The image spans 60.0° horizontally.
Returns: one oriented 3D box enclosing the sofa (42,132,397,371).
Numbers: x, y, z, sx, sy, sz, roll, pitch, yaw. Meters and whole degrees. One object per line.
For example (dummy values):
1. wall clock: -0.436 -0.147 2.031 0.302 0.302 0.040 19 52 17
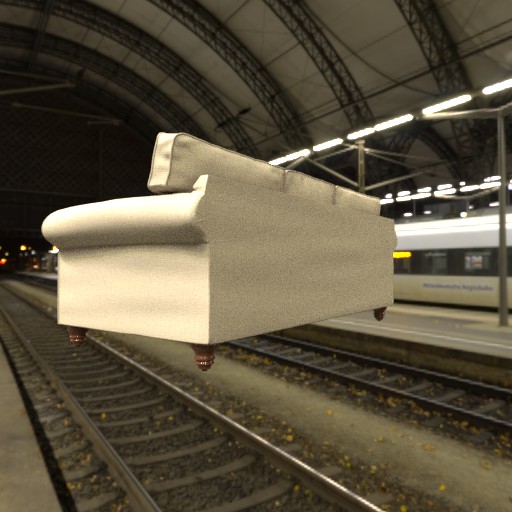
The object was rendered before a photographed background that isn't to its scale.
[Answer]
1. sofa: 0.000 0.000 2.623 0.998 0.889 2.118 -1 -1 36
